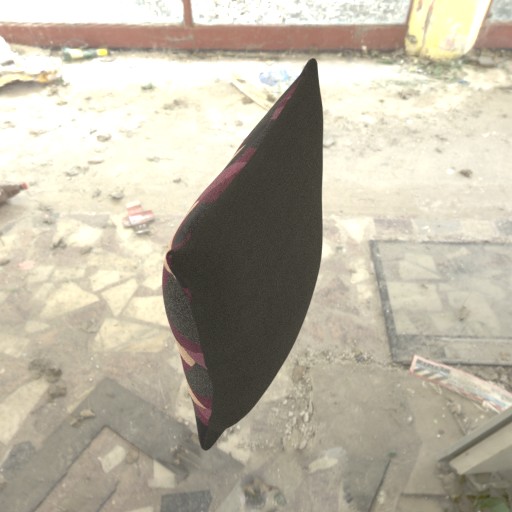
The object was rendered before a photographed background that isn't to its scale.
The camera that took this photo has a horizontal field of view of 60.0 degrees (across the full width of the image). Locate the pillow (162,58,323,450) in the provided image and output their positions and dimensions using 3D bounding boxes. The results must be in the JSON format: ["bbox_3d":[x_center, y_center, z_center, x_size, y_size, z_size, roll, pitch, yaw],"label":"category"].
[{"bbox_3d":[0.000,0.000,0.758,0.208,0.496,0.503,16,48,15],"label":"pillow"}]
